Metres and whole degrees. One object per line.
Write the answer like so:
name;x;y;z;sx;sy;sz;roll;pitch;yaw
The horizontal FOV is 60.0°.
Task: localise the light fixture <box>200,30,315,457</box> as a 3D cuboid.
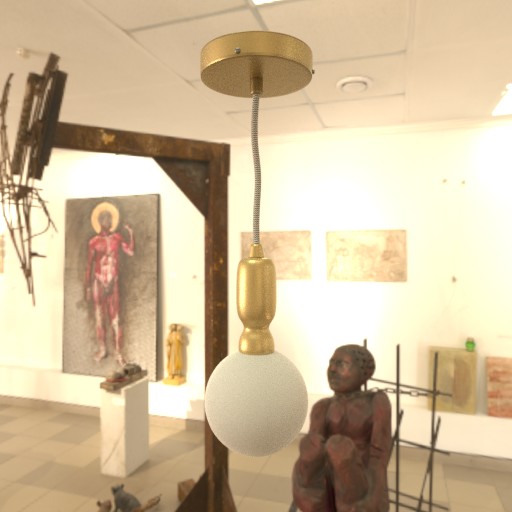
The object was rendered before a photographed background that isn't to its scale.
light fixture;0.000;0.000;0.573;0.147;0.510;0.146;0;1;17
